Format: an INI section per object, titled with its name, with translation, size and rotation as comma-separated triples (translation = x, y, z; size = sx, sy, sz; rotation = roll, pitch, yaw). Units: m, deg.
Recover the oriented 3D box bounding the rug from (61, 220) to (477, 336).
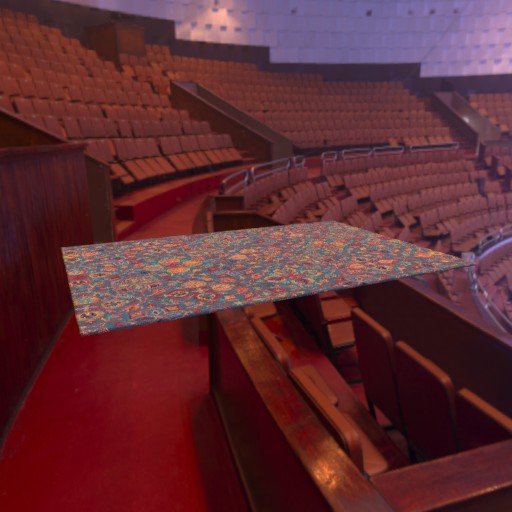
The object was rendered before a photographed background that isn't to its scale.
[rug]
translation = 0.000, 0.000, 2.330
size = 1.836, 0.014, 1.216
rotation = -7, 17, -25
